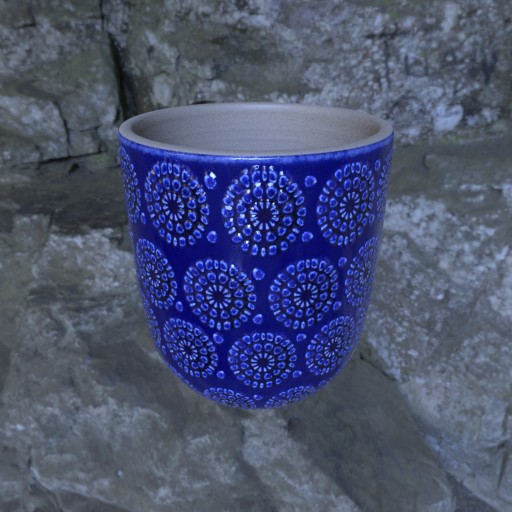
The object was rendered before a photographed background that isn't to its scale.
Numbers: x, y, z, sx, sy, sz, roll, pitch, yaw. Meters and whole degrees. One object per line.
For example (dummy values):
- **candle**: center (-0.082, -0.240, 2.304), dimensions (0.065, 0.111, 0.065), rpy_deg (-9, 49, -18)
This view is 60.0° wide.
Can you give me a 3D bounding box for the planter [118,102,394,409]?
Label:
- **planter**: center (0.000, 0.000, 0.347), dimensions (0.184, 0.206, 0.184), rpy_deg (0, 27, 0)
